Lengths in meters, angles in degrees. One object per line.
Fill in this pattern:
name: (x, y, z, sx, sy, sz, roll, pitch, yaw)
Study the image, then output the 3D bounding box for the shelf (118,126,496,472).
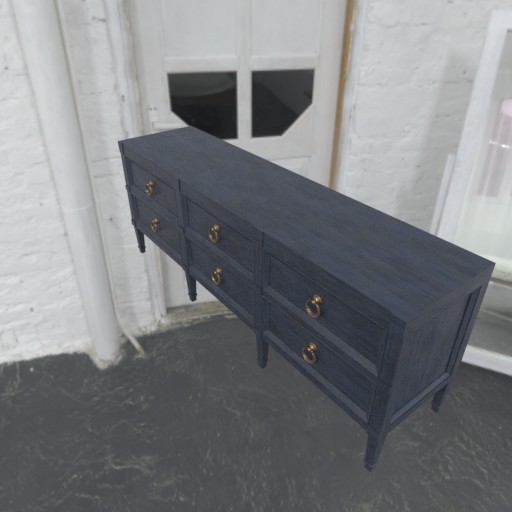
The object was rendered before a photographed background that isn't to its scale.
shelf: (0.000, 0.000, 2.103, 0.471, 0.715, 1.878, -23, 39, -31)
